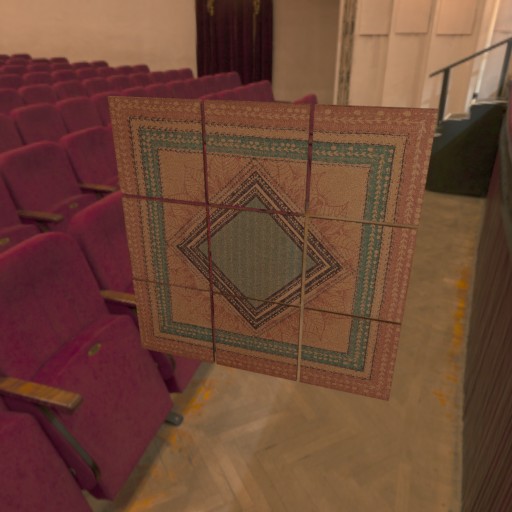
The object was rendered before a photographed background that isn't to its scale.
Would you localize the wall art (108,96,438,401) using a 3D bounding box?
[{"bbox_3d":[0.000,0.000,1.384,0.915,0.914,0.013,8,27,16],"label":"wall art"}]
